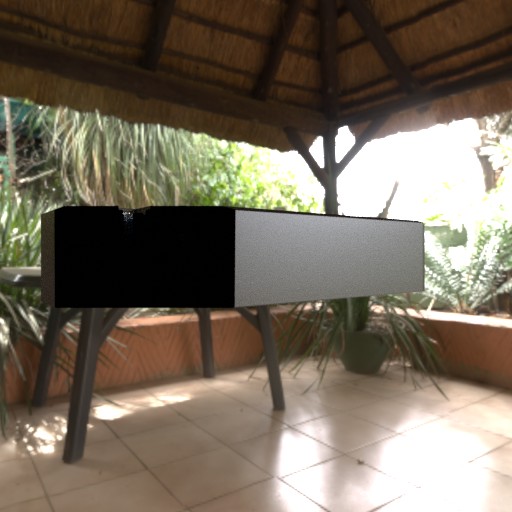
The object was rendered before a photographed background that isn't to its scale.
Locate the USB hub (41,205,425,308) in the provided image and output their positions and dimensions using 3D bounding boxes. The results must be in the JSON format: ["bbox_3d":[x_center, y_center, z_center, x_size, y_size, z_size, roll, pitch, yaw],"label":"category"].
[{"bbox_3d":[0.000,0.000,0.131,0.110,0.023,0.044,0,0,-36],"label":"USB hub"}]
